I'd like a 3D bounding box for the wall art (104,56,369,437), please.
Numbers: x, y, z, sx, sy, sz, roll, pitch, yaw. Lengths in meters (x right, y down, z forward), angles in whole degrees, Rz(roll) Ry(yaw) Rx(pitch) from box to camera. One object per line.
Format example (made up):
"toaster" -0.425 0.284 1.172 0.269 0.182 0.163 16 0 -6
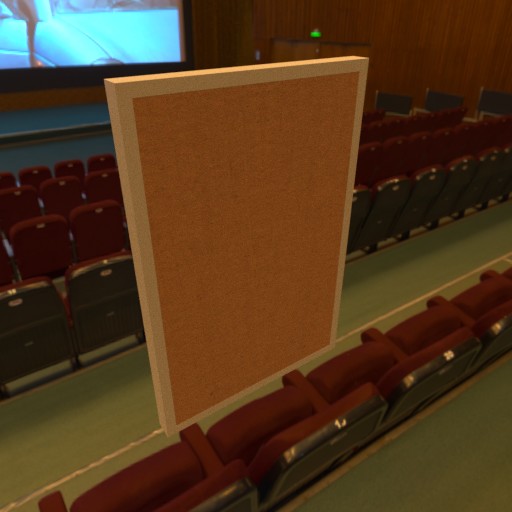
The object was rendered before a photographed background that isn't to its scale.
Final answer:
"wall art" 0.000 0.000 0.541 0.293 0.428 0.025 -20 35 -30
